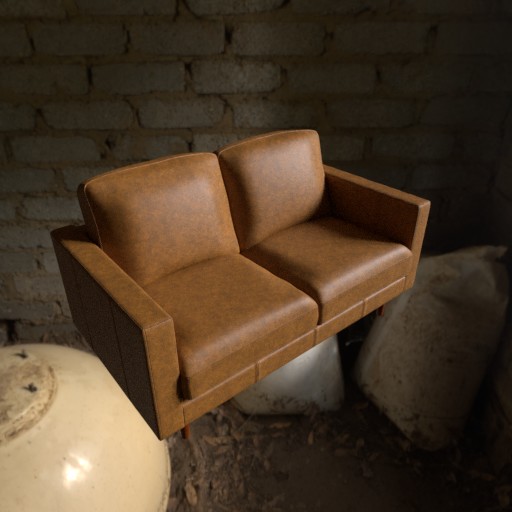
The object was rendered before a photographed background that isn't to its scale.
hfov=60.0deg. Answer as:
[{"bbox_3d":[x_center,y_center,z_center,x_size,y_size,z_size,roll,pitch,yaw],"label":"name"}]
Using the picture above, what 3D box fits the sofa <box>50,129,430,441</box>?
[{"bbox_3d":[0.000,0.000,2.154,1.578,0.951,0.909,-22,37,-33],"label":"sofa"}]
